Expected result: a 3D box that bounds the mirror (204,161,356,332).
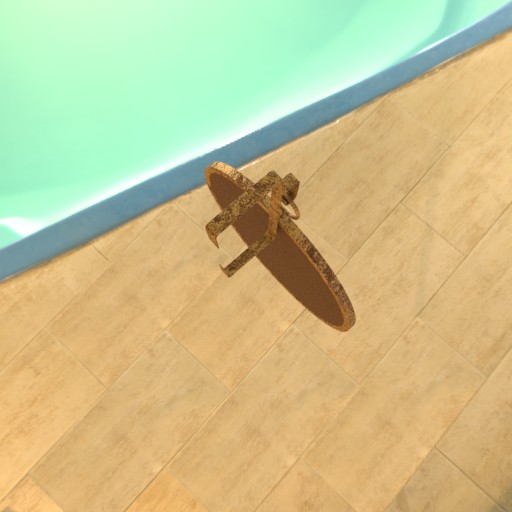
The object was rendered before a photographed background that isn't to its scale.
[{"bbox_3d":[0.000,0.000,0.838,0.144,0.651,0.447,-41,80,-9],"label":"mirror"}]
